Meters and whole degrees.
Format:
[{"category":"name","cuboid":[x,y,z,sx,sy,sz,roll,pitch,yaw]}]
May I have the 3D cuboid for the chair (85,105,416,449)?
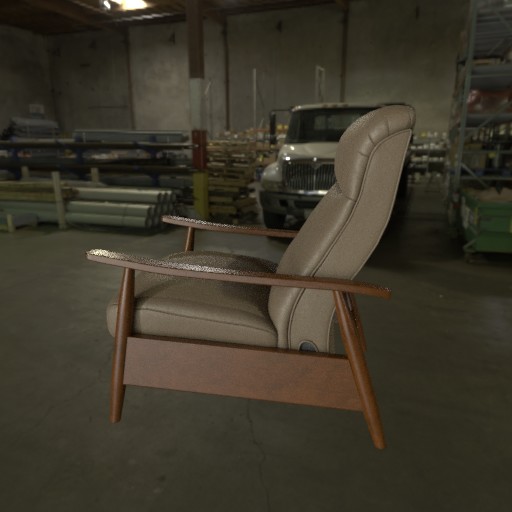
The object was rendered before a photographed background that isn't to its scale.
[{"category":"chair","cuboid":[0.000,0.000,1.737,1.014,1.082,0.762,2,15,8]}]
